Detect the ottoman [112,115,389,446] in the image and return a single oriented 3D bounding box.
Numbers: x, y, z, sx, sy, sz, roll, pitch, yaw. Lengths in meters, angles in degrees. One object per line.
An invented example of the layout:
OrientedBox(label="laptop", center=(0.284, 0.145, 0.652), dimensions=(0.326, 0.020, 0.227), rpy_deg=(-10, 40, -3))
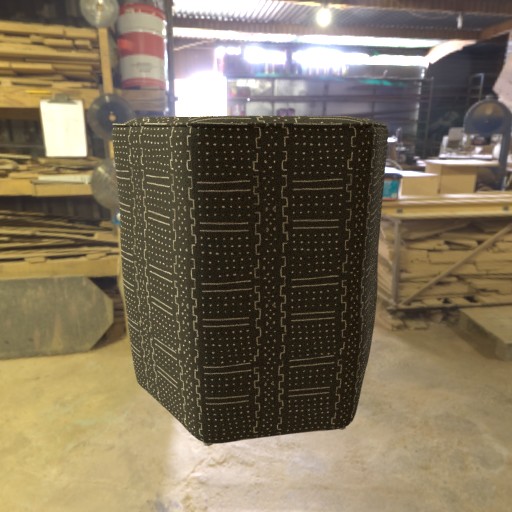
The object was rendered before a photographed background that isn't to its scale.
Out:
OrientedBox(label="ottoman", center=(0.000, 0.000, 0.843), dimensions=(0.494, 0.502, 0.443), rpy_deg=(-3, 17, -10))
